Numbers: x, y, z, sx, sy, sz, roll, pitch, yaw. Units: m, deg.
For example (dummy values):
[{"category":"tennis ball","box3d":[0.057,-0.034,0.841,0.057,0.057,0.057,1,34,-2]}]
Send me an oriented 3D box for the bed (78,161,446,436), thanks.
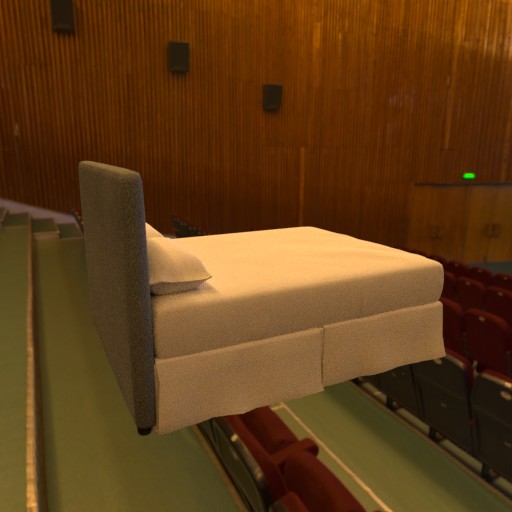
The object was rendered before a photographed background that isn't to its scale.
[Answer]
[{"category":"bed","box3d":[0.000,0.000,3.176,2.142,1.330,1.713,-7,15,-26]}]
